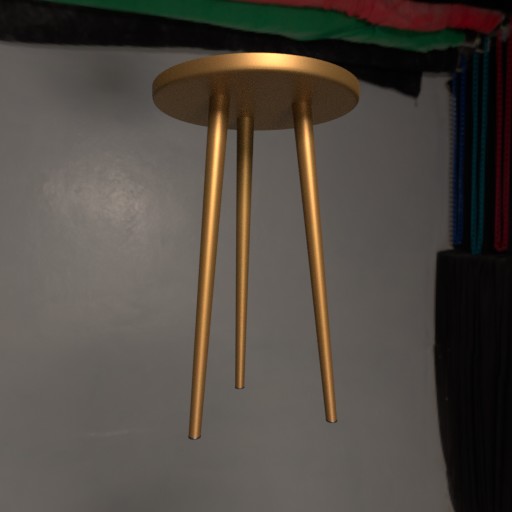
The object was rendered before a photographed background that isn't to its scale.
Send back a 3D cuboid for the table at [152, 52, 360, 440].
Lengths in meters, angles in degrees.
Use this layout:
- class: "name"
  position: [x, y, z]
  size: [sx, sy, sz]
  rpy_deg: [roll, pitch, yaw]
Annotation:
- class: "table"
  position: [0.000, 0.000, 0.667]
  size: [0.299, 0.480, 0.299]
  rpy_deg: [-1, 3, -18]
